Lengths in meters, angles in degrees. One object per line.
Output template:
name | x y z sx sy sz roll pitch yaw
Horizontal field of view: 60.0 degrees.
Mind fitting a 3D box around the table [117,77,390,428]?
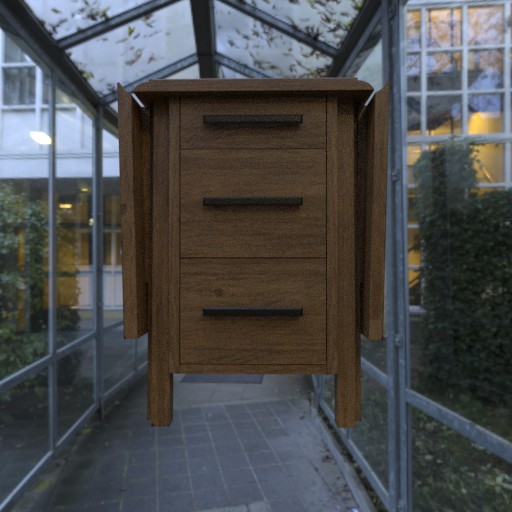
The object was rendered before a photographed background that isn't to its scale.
table | 0.000 0.000 1.328 0.591 0.763 0.746 0 0 1
